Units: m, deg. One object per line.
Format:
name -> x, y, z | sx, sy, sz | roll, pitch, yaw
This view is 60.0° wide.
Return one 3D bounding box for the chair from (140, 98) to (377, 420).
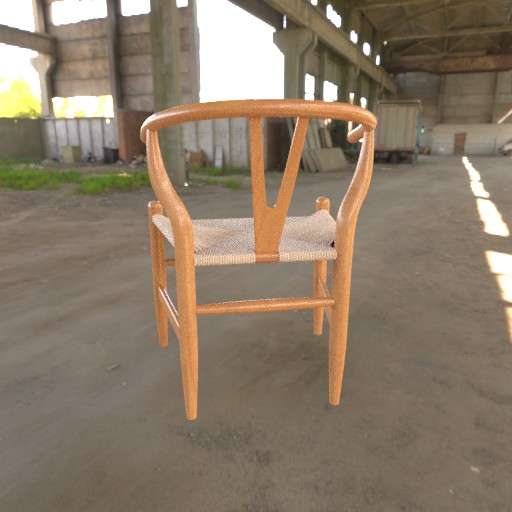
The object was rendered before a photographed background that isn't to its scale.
chair -> 0.000, 0.000, 1.149 | 0.569, 0.730, 0.579 | -3, 15, -9
